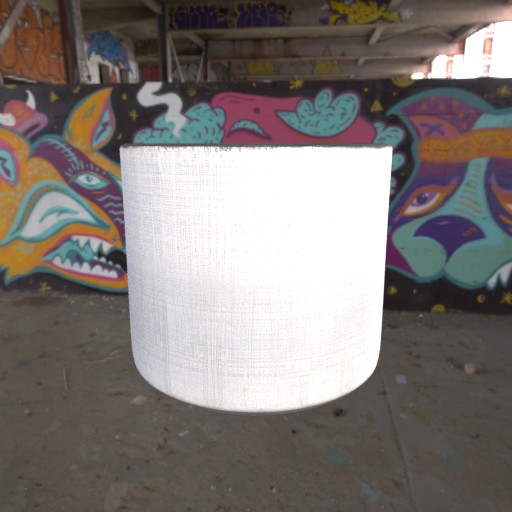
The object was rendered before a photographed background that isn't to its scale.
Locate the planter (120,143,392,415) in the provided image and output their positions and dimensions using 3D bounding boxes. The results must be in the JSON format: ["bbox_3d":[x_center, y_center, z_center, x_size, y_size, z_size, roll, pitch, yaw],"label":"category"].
[{"bbox_3d":[0.000,0.000,0.449,0.254,0.221,0.254,0,14,0],"label":"planter"}]
